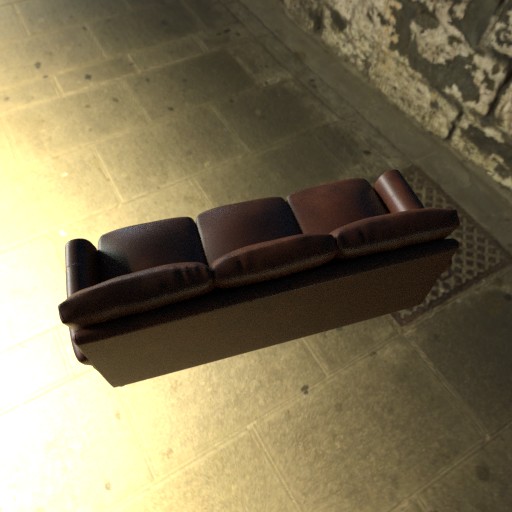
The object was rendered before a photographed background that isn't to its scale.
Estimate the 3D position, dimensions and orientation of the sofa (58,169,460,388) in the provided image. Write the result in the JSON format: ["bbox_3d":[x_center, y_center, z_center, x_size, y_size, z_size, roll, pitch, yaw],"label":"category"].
[{"bbox_3d":[0.000,0.000,2.887,2.351,0.977,0.973,-13,57,-9],"label":"sofa"}]
